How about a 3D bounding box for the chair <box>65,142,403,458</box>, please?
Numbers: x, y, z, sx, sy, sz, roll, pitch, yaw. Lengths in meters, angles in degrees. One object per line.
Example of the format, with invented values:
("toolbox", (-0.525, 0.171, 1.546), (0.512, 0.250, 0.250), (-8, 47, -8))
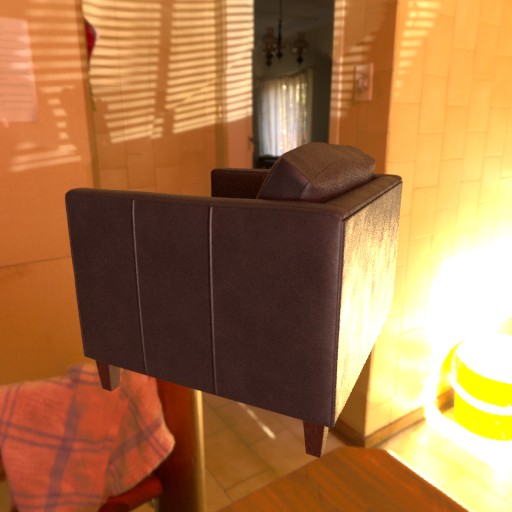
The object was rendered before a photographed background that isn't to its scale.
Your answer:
("chair", (0.000, 0.000, 1.609), (0.862, 0.811, 0.939), (7, 17, 25))
